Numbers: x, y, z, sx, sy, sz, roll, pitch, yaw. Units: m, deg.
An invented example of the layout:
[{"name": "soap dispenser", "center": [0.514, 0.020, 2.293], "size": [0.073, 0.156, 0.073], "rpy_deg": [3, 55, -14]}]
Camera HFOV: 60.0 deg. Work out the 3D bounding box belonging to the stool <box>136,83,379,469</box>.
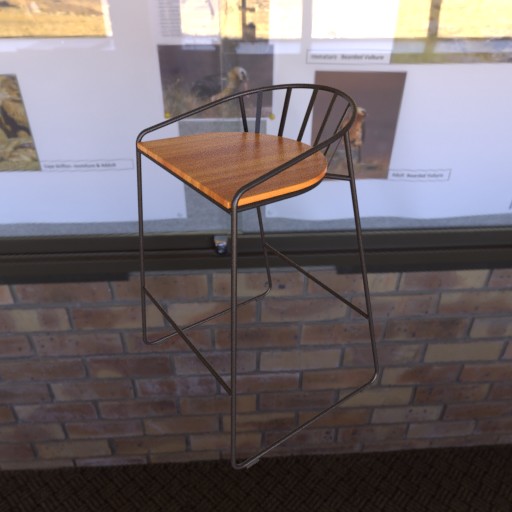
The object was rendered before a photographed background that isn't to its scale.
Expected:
[{"name": "stool", "center": [0.000, 0.000, 1.184], "size": [0.521, 0.812, 0.546], "rpy_deg": [-21, 38, -29]}]
